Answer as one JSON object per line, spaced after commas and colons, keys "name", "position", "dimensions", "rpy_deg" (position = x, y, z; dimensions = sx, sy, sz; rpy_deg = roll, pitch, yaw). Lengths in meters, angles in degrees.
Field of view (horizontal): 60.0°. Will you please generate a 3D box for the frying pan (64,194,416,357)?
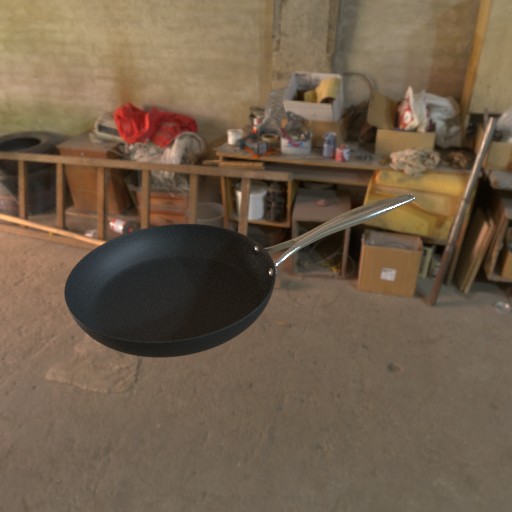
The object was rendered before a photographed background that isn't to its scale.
{"name": "frying pan", "position": [0.000, 0.000, 0.580], "dimensions": [0.472, 0.105, 0.255], "rpy_deg": [-10, 33, -16]}
